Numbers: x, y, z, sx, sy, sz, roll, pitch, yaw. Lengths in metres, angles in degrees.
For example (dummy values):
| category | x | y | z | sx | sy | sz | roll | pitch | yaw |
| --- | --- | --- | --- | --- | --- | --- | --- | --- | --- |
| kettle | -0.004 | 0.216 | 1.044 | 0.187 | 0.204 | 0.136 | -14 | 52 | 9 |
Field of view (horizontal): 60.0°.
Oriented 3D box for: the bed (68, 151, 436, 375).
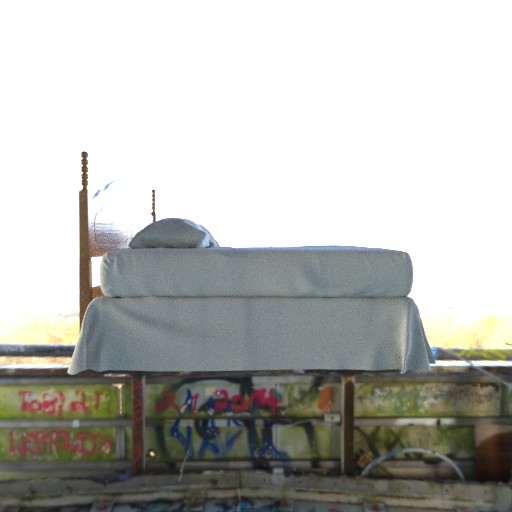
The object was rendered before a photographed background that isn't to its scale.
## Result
| category | x | y | z | sx | sy | sz | roll | pitch | yaw |
| --- | --- | --- | --- | --- | --- | --- | --- | --- | --- |
| bed | 0.000 | 0.000 | 3.712 | 2.219 | 1.355 | 2.322 | 0 | 1 | 0 |
